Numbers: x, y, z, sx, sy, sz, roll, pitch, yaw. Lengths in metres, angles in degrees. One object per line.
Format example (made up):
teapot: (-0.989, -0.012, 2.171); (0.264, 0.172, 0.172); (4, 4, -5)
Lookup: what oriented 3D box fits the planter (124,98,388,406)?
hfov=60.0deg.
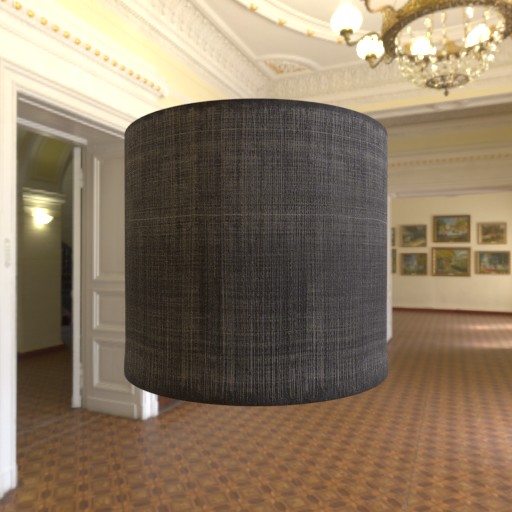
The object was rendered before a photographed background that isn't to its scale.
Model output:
planter: (0.000, 0.000, 0.312); (0.178, 0.157, 0.178); (0, -1, 0)
